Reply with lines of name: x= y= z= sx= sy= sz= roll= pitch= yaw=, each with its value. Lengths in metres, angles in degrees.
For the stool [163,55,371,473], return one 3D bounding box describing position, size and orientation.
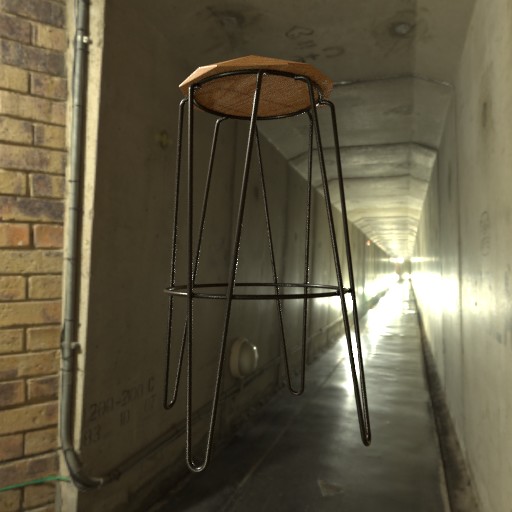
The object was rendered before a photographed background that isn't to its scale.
stool: x=0.000 y=0.000 z=0.798 sx=0.326 sy=0.610 sz=0.326 roll=0 pitch=0 yaw=-19
